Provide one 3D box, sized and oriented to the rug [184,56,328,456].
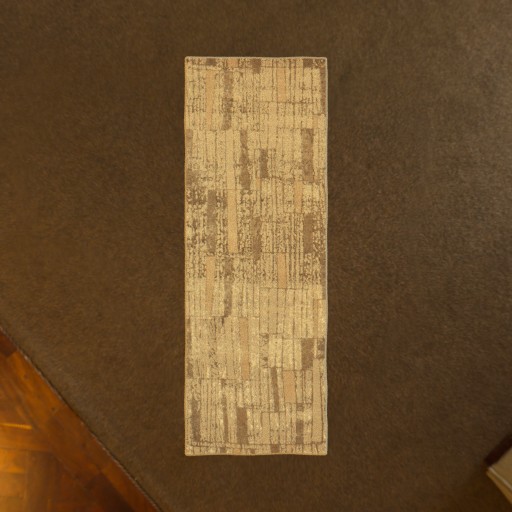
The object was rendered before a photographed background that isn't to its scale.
[{"bbox_3d":[0.000,0.000,2.649,0.857,0.018,2.383,0,90,-1],"label":"rug"}]
